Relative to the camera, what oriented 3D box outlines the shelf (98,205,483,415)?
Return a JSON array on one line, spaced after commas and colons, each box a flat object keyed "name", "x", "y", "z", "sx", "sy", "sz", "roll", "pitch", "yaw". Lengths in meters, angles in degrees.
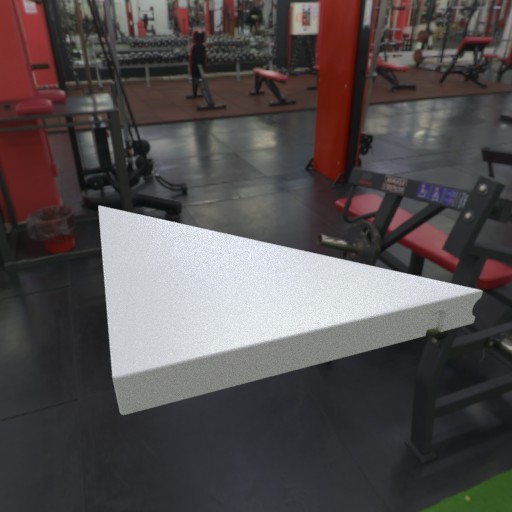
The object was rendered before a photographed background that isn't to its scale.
[{"name": "shelf", "x": 0.000, "y": 0.000, "z": 0.452, "sx": 0.296, "sy": 0.035, "sz": 0.296, "roll": -10, "pitch": 31, "yaw": -17}]
